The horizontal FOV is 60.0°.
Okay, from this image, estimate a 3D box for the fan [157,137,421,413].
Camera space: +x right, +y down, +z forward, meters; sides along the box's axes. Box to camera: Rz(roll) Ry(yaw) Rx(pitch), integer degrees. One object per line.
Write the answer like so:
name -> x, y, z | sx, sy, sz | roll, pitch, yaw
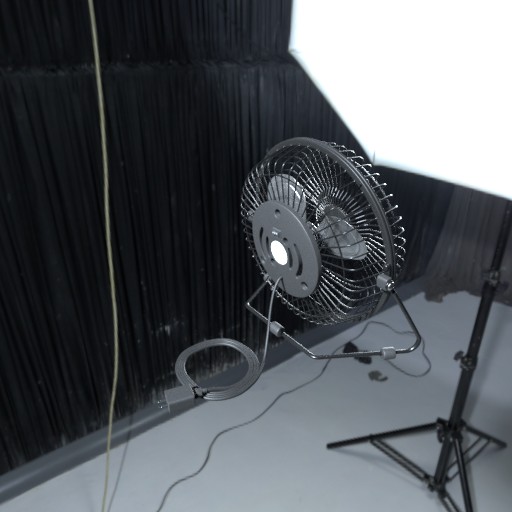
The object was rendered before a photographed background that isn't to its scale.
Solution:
fan -> 0.000, 0.000, 0.387 | 0.227, 0.188, 0.209 | -18, 31, -32
